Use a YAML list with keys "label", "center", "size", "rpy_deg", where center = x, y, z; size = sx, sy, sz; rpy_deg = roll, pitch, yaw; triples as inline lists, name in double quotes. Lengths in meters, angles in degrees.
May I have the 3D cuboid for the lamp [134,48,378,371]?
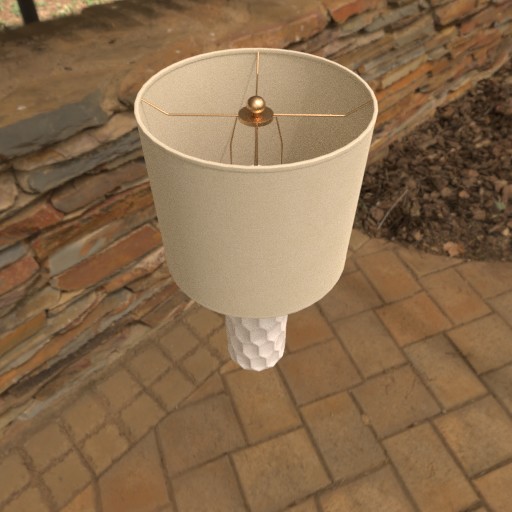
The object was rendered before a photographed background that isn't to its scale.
- label: "lamp"
  center: [0.000, 0.000, 0.706]
  size: [0.277, 0.537, 0.277]
  rpy_deg: [31, 54, 26]
